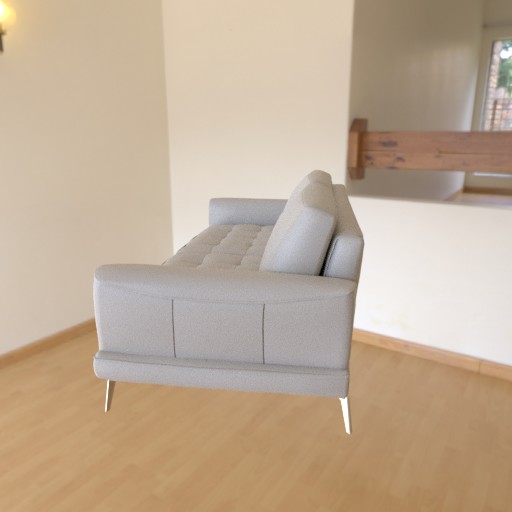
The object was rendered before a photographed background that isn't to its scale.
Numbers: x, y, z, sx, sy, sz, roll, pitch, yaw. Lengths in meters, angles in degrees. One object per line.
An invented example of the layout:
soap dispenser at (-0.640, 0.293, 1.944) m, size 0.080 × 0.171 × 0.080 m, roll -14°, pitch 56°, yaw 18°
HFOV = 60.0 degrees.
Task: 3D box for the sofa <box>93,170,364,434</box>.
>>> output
sofa at (0.000, 0.000, 2.728) m, size 1.121 × 0.930 × 2.177 m, roll 2°, pitch 16°, yaw 8°
